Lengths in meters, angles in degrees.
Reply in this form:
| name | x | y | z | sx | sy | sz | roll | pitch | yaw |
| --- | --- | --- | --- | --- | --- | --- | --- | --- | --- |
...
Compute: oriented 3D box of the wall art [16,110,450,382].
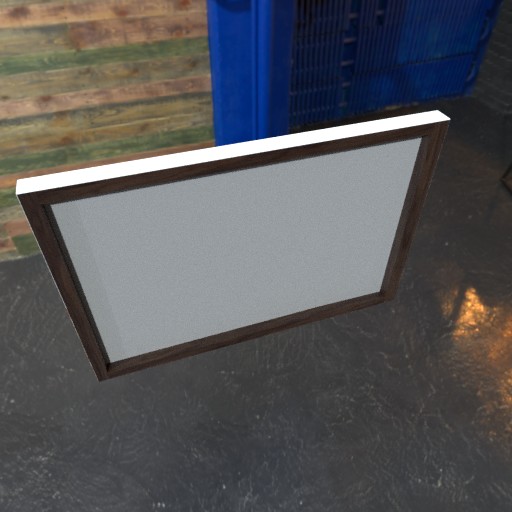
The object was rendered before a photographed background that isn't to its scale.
| name | x | y | z | sx | sy | sz | roll | pitch | yaw |
| --- | --- | --- | --- | --- | --- | --- | --- | --- | --- |
| wall art | 0.000 | 0.000 | 1.115 | 0.914 | 0.610 | 0.050 | -13 | 44 | -14 |
